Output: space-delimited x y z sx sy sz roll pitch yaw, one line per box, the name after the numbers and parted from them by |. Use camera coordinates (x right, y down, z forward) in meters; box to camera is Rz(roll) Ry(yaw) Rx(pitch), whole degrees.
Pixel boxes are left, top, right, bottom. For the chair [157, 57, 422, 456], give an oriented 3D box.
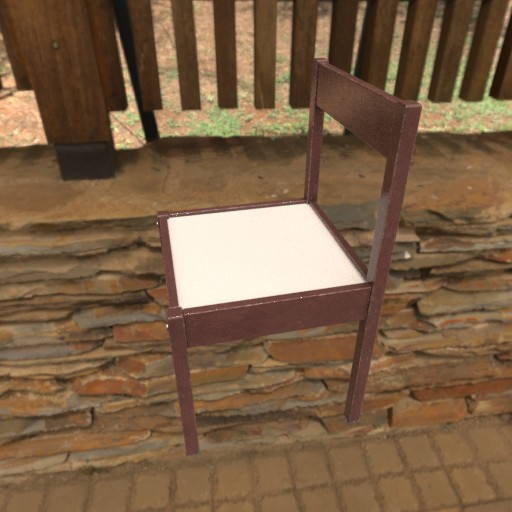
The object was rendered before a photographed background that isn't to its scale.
0.000 0.000 0.675 0.285 0.505 0.285 -7 34 -11 | chair
